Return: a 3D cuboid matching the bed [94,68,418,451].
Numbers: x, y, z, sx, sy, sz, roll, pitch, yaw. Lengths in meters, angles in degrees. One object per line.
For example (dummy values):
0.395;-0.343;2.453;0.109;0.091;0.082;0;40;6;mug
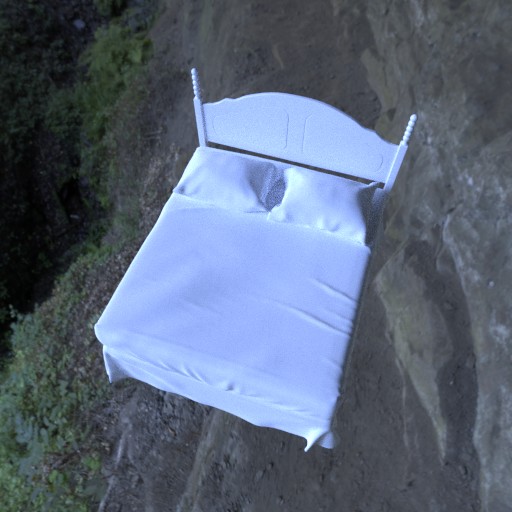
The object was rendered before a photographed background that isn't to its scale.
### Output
0.000;0.000;3.158;1.873;1.356;2.040;16;58;10;bed
